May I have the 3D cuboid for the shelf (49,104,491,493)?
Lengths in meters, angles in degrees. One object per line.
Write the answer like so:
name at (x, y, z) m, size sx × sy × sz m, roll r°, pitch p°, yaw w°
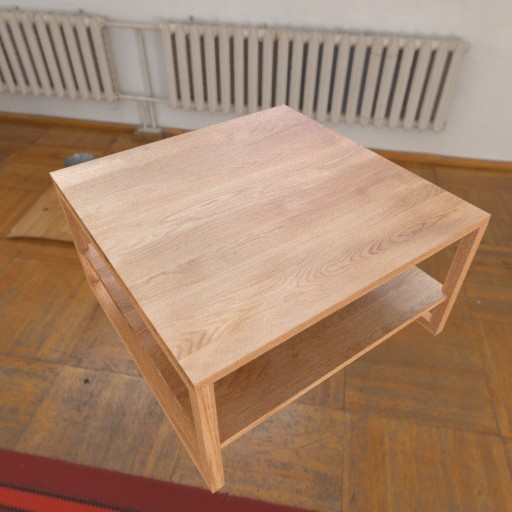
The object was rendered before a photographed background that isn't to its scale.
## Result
shelf at (0.000, 0.000, 1.417) m, size 0.899 × 0.480 × 0.899 m, roll -25°, pitch 47°, yaw -26°
